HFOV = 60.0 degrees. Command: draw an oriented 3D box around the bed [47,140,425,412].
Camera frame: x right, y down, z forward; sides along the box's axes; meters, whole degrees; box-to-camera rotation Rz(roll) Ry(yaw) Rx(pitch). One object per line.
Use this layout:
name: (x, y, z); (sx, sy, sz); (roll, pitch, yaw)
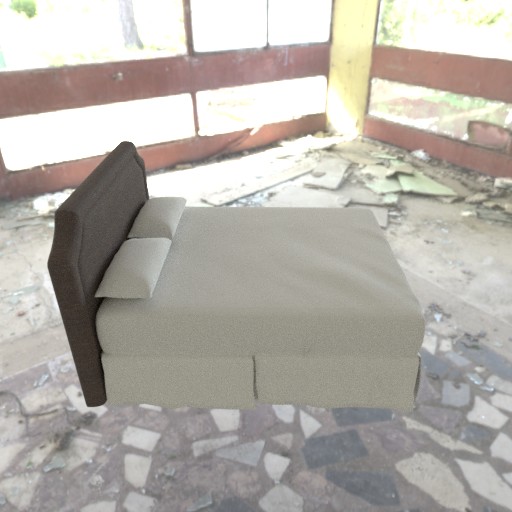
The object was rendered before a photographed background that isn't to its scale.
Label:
bed: (0.000, 0.000, 3.165); (2.116, 1.290, 1.693); (0, 31, 1)
